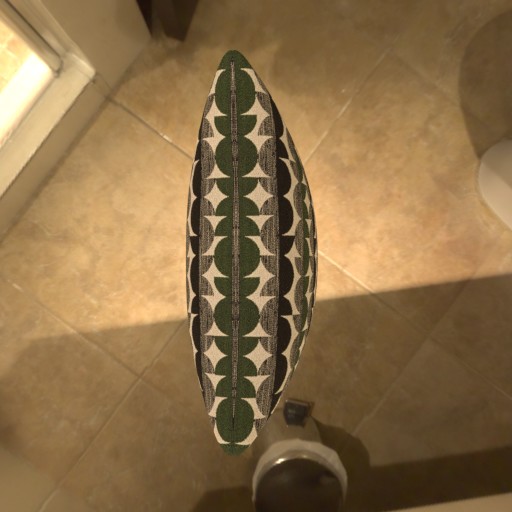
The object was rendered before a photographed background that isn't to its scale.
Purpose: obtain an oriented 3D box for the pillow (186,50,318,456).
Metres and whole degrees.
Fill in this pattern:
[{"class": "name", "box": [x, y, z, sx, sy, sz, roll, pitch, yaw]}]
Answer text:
[{"class": "pillow", "box": [0.000, 0.000, 0.643, 0.180, 0.404, 0.419, 0, 90, -1]}]
